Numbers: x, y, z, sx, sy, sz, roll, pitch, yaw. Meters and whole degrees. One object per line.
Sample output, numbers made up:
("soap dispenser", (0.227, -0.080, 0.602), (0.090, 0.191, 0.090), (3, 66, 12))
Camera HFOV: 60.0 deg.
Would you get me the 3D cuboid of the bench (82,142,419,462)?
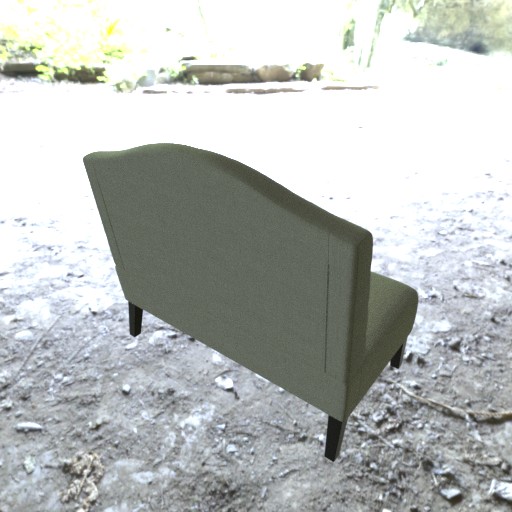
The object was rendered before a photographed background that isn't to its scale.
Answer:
("bench", (0.000, 0.000, 2.062), (1.335, 1.180, 0.815), (21, 36, 32))
